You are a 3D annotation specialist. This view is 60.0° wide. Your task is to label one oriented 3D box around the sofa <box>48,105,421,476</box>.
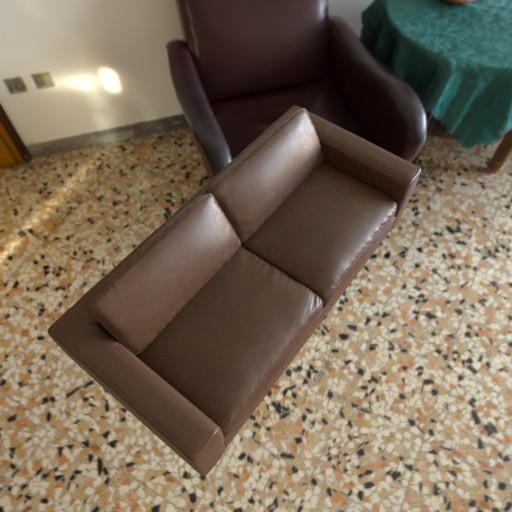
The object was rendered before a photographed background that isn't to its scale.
[{"bbox_3d":[0.000,0.000,2.754,1.070,0.801,2.262,33,63,19],"label":"sofa"}]
